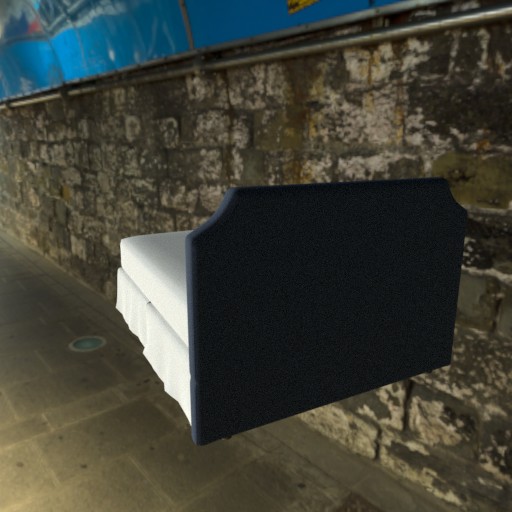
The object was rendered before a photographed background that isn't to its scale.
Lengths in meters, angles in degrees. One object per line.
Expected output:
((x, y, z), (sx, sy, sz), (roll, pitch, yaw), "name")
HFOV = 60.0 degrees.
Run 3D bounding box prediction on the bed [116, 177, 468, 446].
((0.000, 0.000, 3.400), (1.831, 1.297, 2.260), (-7, 16, -27), "bed")
